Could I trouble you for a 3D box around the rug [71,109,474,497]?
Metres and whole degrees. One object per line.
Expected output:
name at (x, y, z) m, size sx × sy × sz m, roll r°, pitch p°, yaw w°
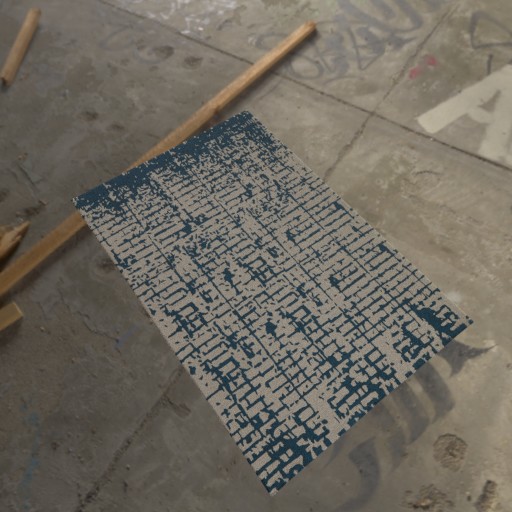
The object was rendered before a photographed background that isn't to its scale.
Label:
rug at (0.000, 0.000, 2.294) m, size 1.220 × 0.007 × 1.828 m, roll -33°, pitch 65°, yaw -18°
